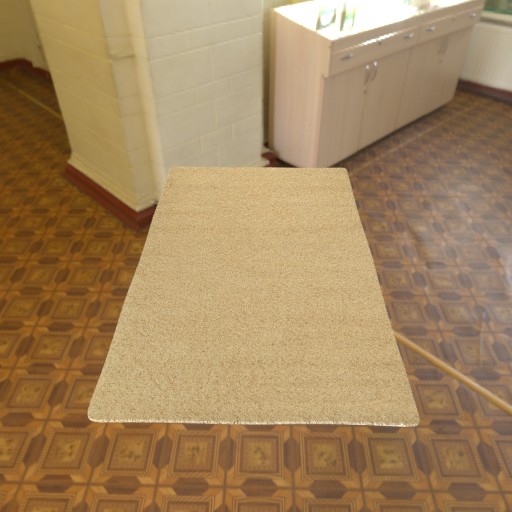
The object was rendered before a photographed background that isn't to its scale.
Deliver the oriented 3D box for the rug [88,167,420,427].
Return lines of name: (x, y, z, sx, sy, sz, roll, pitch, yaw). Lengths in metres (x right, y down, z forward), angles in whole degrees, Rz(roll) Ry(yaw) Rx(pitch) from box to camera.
rug: (0.000, 0.000, 2.880, 1.500, 0.026, 2.349, 1, 40, 1)
